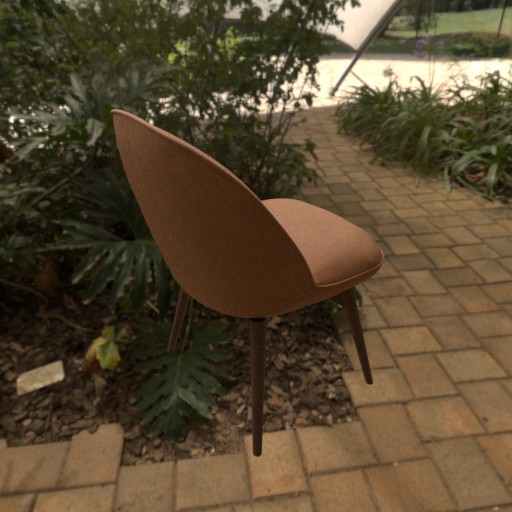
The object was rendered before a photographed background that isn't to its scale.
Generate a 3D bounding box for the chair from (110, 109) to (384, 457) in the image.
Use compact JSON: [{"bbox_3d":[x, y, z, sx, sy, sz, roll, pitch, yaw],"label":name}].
[{"bbox_3d":[0.000,0.000,1.219,0.631,0.831,0.521,-19,34,-31],"label":"chair"}]
